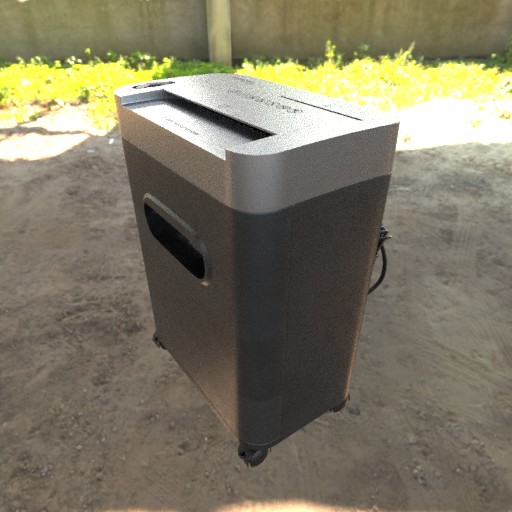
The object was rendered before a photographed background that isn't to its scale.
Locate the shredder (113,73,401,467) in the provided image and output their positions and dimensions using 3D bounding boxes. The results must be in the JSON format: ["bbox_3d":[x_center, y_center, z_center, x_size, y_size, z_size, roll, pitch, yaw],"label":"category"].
[{"bbox_3d":[0.000,0.000,0.600,0.237,0.419,0.311,-21,38,-29],"label":"shredder"}]
